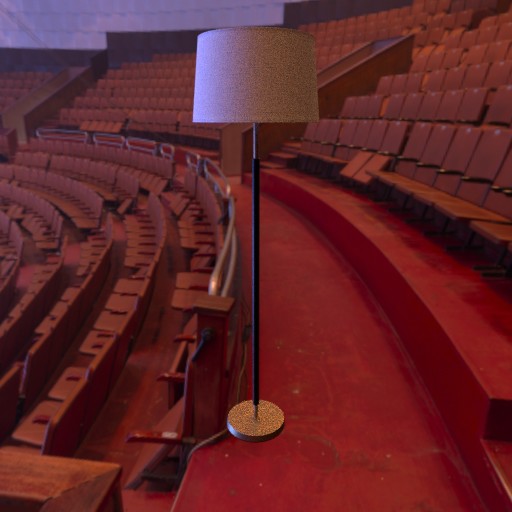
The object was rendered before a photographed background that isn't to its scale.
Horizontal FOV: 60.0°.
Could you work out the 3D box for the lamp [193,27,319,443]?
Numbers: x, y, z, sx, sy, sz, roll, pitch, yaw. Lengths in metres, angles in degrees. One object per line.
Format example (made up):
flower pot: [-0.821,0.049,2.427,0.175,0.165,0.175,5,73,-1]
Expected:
lamp: [0.000,0.000,1.622,0.420,1.447,0.420,0,17,0]
